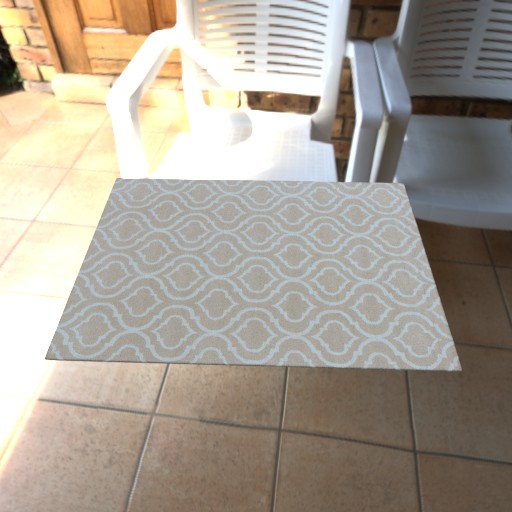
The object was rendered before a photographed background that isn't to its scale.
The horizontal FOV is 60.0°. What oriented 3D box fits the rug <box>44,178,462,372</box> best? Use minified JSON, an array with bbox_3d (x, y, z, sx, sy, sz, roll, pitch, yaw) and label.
[{"bbox_3d":[0.000,0.000,2.772,2.134,0.010,1.524,1,47,1],"label":"rug"}]
